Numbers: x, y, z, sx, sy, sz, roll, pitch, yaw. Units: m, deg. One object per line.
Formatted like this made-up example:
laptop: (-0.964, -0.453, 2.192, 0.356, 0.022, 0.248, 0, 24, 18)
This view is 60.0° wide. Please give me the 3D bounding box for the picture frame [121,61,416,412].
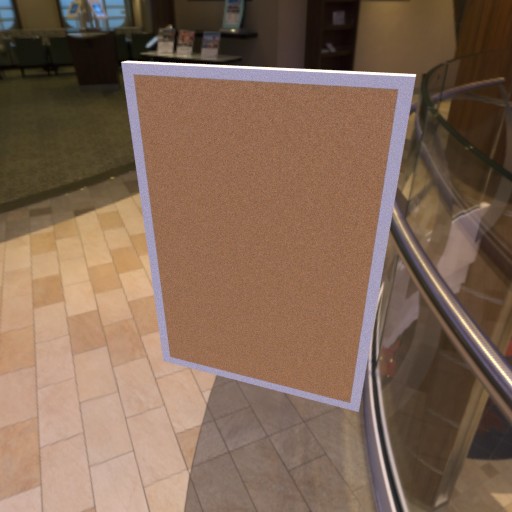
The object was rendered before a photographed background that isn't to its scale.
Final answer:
picture frame: (0.000, 0.000, 0.551, 0.305, 0.434, 0.013, 10, 32, 16)
